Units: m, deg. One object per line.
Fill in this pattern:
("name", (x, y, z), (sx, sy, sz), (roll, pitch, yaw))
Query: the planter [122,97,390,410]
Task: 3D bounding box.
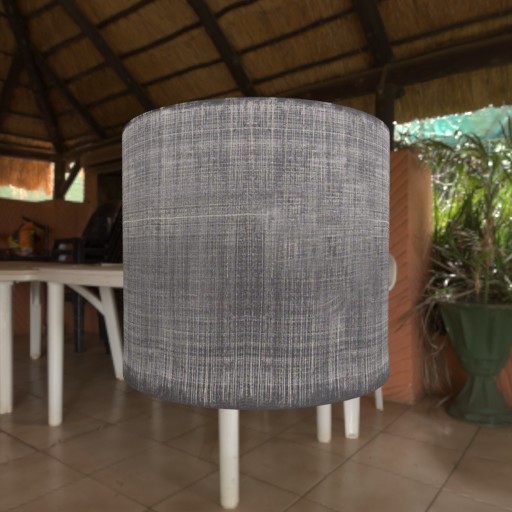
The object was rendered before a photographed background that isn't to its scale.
("planter", (0.000, 0.000, 0.308), (0.178, 0.157, 0.178), (0, 0, 0))
